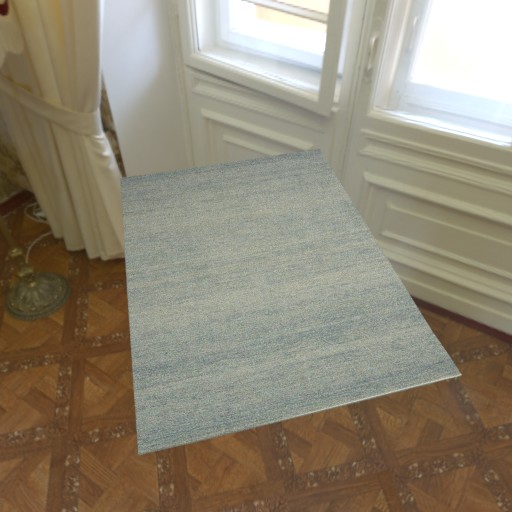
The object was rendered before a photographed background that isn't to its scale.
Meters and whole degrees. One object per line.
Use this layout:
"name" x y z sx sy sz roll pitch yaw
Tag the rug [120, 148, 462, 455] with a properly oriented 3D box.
"rug" 0.000 0.000 4.276 2.461 0.046 3.237 -10 47 -10
